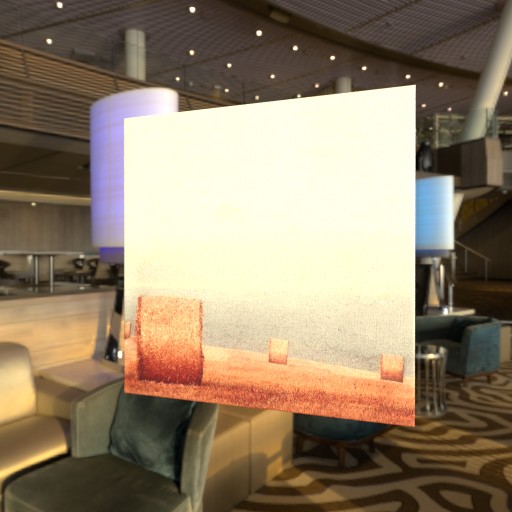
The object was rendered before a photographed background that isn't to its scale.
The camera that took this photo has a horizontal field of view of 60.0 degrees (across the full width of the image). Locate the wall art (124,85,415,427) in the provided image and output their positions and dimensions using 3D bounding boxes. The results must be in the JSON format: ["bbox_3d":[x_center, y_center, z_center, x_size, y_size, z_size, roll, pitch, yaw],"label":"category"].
[{"bbox_3d":[0.000,0.000,0.896,0.605,0.605,0.034,0,0,19],"label":"wall art"}]
